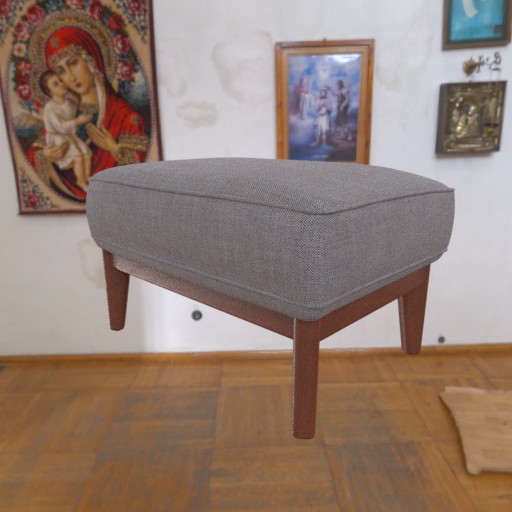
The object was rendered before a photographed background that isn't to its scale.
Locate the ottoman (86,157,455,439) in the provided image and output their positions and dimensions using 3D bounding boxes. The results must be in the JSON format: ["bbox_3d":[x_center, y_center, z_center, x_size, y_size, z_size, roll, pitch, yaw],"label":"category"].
[{"bbox_3d":[0.000,0.000,1.088,0.750,0.458,0.555,14,21,42],"label":"ottoman"}]
